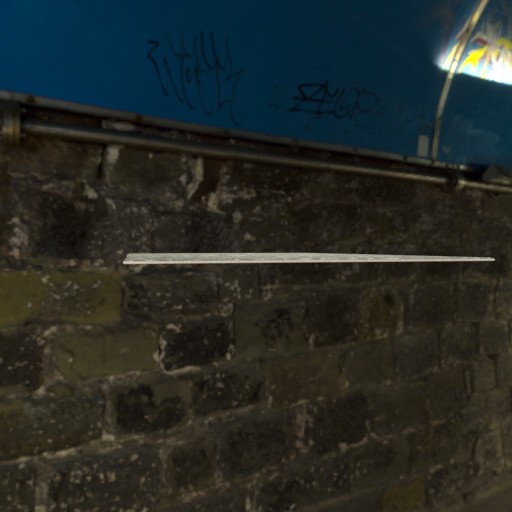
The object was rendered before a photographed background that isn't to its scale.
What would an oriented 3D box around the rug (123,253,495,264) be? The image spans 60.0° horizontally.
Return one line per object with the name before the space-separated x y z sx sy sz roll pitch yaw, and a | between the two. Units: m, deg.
rug | 0.000 0.000 2.809 1.578 0.014 2.206 0 1 -16
